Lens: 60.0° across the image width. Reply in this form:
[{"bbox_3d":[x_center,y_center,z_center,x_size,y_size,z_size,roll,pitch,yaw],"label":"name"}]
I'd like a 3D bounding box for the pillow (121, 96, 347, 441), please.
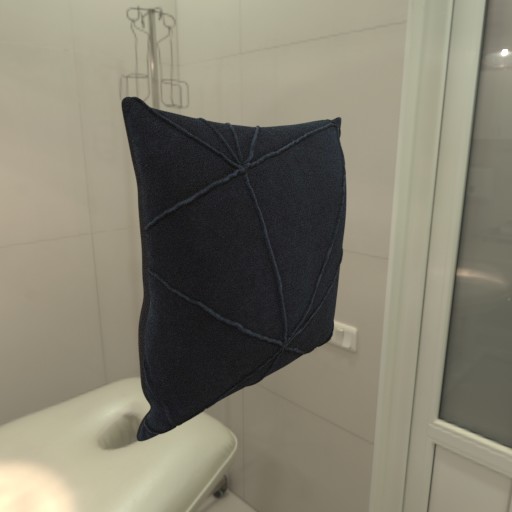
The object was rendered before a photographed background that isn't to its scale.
[{"bbox_3d":[0.000,0.000,0.686,0.183,0.440,0.439,14,20,42],"label":"pillow"}]
